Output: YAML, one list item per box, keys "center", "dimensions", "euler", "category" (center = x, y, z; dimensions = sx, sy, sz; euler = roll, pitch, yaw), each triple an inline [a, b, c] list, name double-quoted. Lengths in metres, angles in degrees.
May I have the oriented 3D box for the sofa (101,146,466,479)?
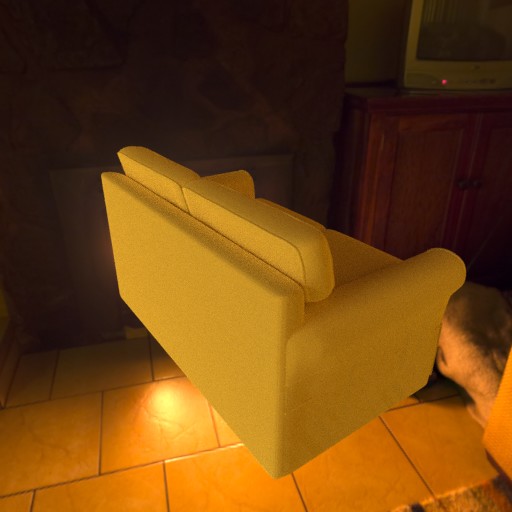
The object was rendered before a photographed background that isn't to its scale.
- center: [0.000, 0.000, 2.277]
  dimensions: [0.991, 0.940, 1.727]
  euler: [-17, 31, -31]
  category: "sofa"
